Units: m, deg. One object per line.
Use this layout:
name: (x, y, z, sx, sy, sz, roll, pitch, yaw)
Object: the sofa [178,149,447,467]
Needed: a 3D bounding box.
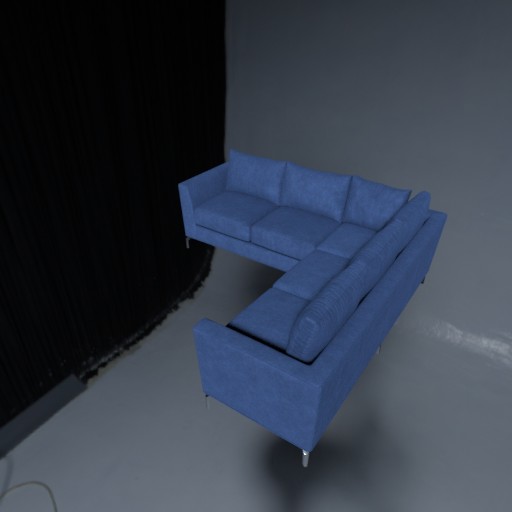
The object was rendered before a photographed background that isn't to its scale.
sofa: (0.000, 0.000, 3.813, 2.472, 0.988, 2.463, 20, 36, 29)
